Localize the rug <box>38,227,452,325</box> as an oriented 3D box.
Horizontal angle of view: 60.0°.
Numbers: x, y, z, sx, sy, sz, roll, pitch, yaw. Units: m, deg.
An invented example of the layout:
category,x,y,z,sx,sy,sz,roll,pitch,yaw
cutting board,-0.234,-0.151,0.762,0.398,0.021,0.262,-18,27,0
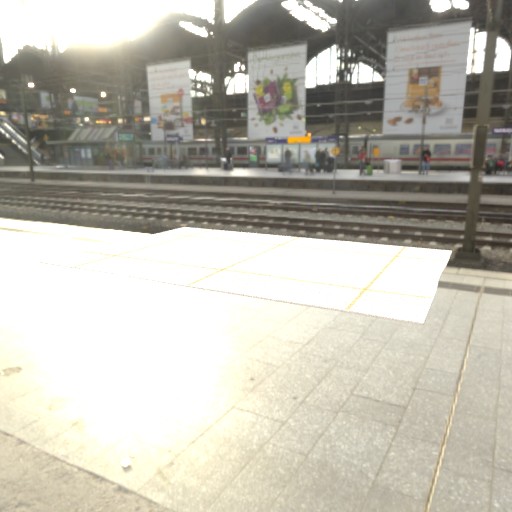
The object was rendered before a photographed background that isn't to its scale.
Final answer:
category,x,y,z,sx,sy,sz,roll,pitch,yaw
rug,0.000,0.000,2.340,1.825,0.015,1.232,6,14,26
